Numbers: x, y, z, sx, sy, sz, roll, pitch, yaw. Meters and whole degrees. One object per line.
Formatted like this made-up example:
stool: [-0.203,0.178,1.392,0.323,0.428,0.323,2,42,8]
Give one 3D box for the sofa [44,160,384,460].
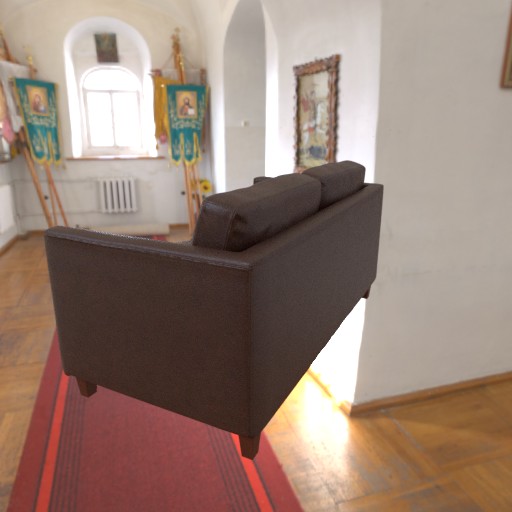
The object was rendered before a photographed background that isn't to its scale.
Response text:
sofa: [0.000,0.000,2.375,0.951,0.933,1.883,9,19,26]
